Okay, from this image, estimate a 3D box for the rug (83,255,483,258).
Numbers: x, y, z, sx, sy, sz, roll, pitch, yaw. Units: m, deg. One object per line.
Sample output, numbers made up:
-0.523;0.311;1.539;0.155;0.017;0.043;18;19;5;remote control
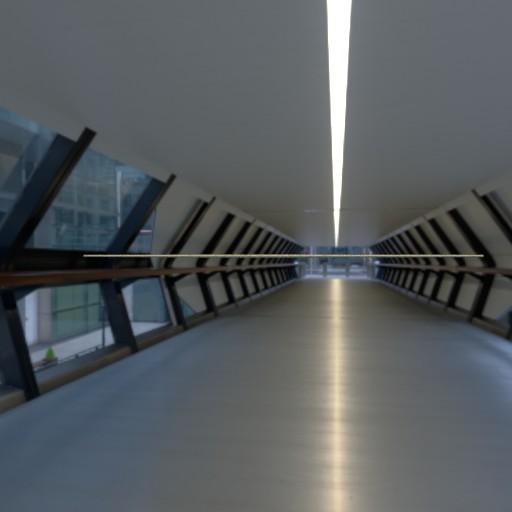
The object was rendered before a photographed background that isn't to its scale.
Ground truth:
0.000;0.000;4.324;2.452;0.016;3.204;0;0;-35;rug
